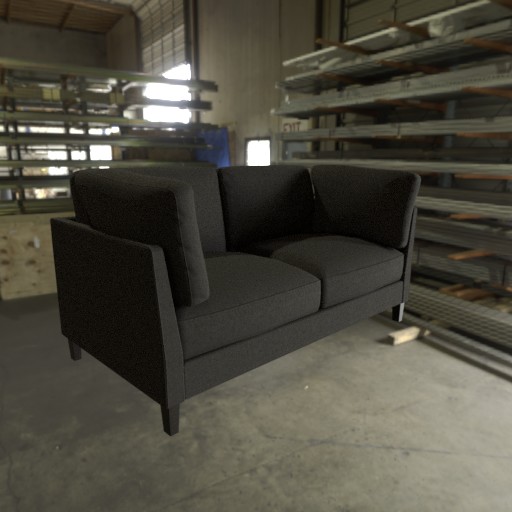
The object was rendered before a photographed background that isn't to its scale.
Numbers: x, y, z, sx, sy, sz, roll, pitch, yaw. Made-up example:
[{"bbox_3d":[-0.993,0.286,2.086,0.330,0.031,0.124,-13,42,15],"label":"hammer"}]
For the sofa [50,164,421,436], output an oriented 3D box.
[{"bbox_3d":[0.000,0.000,2.314,1.751,0.920,0.969,-12,17,-43],"label":"sofa"}]
